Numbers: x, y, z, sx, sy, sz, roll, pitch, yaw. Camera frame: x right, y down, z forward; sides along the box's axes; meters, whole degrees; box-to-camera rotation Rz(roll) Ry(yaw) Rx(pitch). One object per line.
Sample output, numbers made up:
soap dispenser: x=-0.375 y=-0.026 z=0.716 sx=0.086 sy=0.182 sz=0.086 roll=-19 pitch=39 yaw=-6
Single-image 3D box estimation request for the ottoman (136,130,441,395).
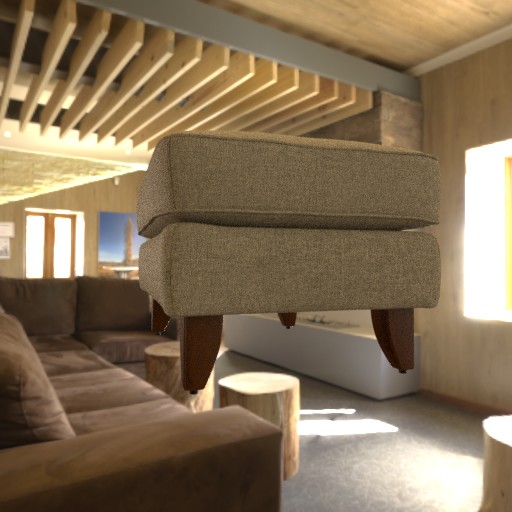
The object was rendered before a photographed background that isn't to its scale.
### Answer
ottoman: x=0.000 y=0.000 z=1.321 sx=0.661 sy=0.561 sz=0.889 roll=0 pitch=-1 yaw=-18
